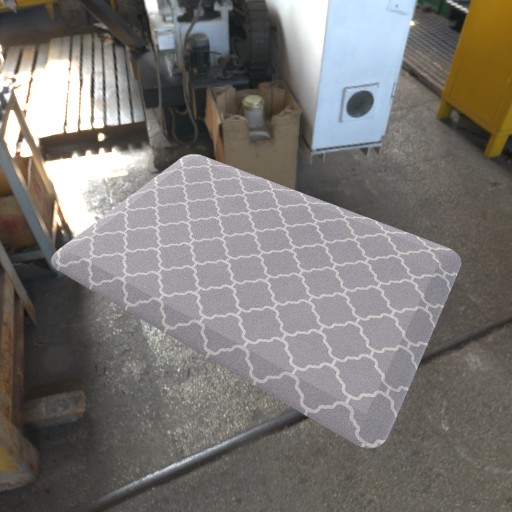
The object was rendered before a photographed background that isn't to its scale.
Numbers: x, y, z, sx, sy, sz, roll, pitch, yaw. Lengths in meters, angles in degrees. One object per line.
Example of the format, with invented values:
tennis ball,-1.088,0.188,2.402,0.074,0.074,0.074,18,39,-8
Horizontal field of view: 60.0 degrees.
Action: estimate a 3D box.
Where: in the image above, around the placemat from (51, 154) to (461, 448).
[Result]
placemat,0.000,0.000,0.956,0.762,0.021,0.508,24,51,22
